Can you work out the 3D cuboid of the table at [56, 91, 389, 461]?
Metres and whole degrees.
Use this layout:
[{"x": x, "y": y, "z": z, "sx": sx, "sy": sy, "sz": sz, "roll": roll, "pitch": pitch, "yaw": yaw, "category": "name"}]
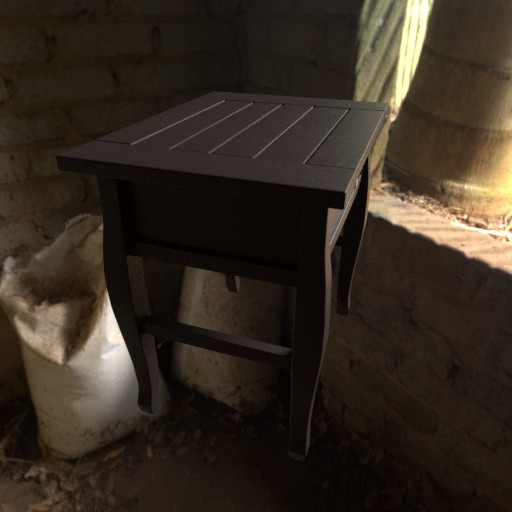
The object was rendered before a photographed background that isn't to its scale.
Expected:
[{"x": 0.000, "y": 0.000, "z": 1.029, "sx": 0.460, "sy": 0.605, "sz": 0.602, "roll": 10, "pitch": 32, "yaw": 17, "category": "table"}]
